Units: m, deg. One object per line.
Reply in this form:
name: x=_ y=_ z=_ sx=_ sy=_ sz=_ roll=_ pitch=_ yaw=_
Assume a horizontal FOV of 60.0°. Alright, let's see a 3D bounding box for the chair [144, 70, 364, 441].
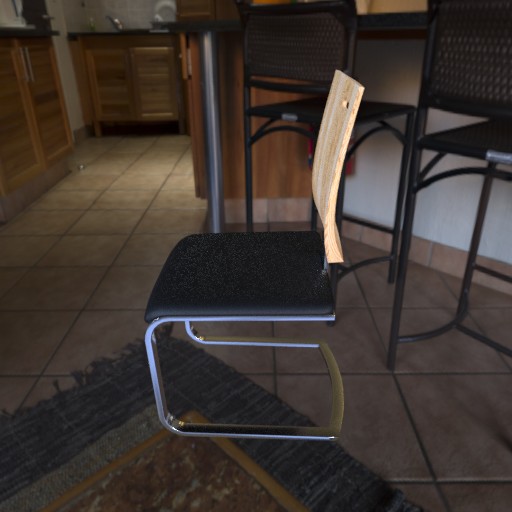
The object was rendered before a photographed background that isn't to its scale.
chair: x=0.000 y=0.000 z=1.242 sx=0.560 sy=0.936 sz=0.462 roll=1 pitch=27 yaw=2
